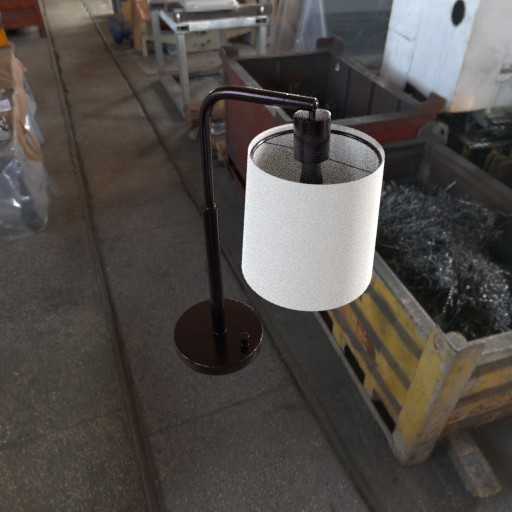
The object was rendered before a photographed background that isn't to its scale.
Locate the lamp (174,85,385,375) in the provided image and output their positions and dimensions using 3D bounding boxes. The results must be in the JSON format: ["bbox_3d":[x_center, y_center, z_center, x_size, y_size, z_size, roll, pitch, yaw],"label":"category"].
[{"bbox_3d":[0.000,0.000,0.640,0.333,0.489,0.171,24,46,25],"label":"lamp"}]
